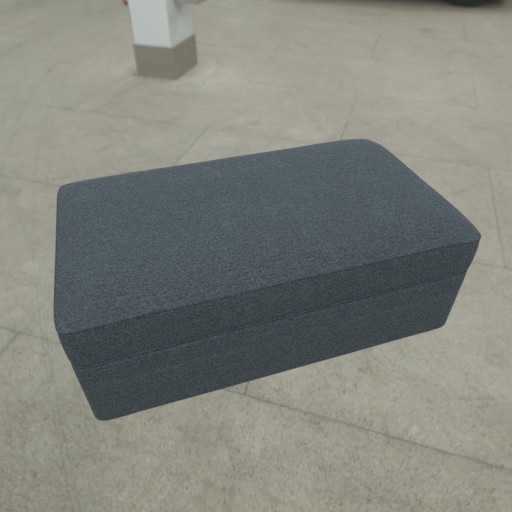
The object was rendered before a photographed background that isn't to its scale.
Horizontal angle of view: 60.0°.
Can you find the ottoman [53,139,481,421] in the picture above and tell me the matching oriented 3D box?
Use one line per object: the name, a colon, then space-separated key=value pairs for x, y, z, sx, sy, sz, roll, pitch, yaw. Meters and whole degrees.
ottoman: x=0.000 y=0.000 z=1.490 sx=1.173 sy=0.494 sz=0.681 roll=-12 pitch=42 yaw=-14
